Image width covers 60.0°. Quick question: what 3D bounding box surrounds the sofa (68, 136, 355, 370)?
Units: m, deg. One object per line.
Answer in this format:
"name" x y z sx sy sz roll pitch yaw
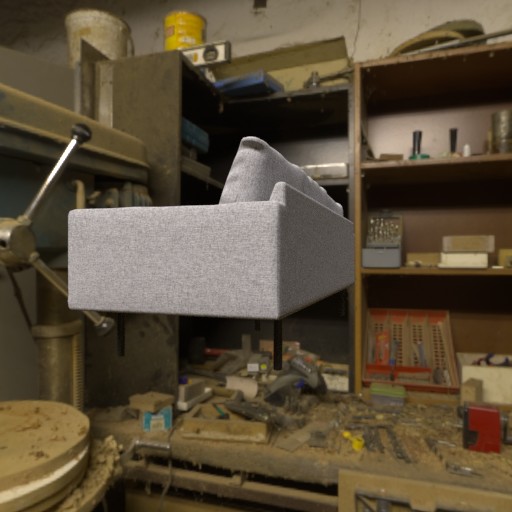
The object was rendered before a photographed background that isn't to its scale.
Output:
"sofa" 0.000 0.000 2.467 0.850 0.830 2.000 0 0 19
